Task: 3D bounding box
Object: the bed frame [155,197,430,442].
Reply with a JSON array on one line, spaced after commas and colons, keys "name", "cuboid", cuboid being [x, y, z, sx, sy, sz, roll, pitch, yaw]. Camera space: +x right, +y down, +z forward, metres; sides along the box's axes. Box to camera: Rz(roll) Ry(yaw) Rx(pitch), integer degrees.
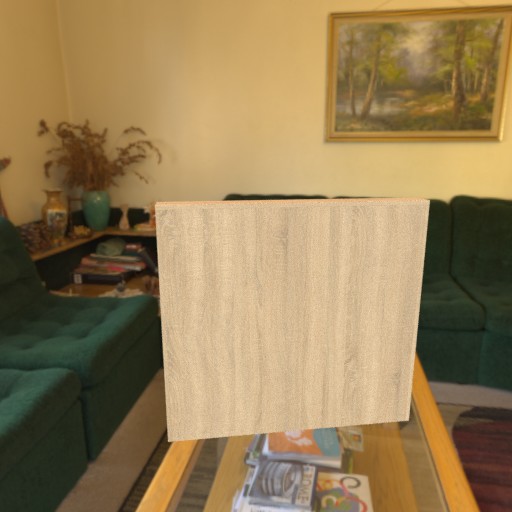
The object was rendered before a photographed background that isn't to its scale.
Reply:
[{"name": "bed frame", "cuboid": [0.000, 0.000, 2.702, 0.990, 0.920, 2.140, -2, 14, -8]}]
